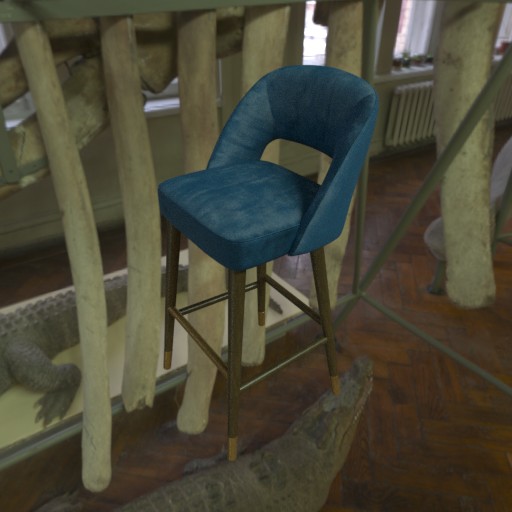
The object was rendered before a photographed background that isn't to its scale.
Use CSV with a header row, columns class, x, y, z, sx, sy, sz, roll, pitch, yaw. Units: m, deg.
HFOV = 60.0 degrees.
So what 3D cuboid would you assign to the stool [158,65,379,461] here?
class,x,y,z,sx,sy,sz,roll,pitch,yaw
stool,0.000,0.000,1.330,0.515,1.016,0.514,-20,37,-29
